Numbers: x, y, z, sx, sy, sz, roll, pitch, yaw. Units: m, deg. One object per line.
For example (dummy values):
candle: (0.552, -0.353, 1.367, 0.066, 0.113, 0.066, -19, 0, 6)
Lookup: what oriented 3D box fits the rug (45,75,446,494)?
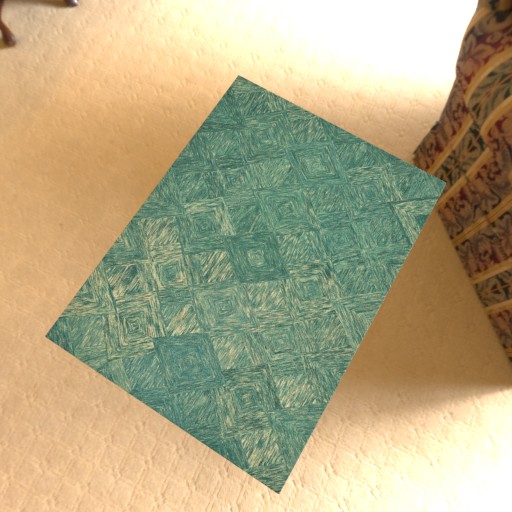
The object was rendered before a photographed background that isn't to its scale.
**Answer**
rug: (0.000, 0.000, 4.131, 2.405, 0.027, 3.217, 30, 76, 9)
